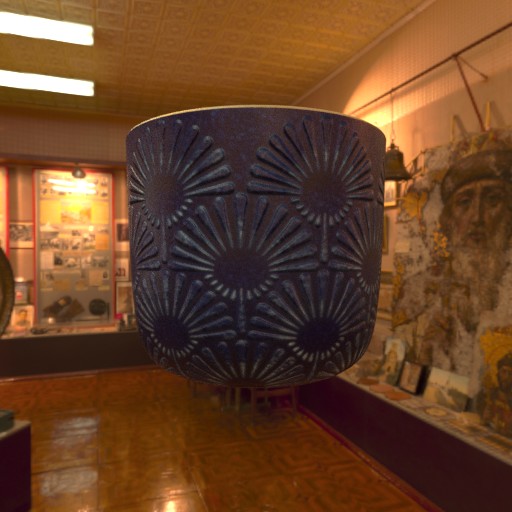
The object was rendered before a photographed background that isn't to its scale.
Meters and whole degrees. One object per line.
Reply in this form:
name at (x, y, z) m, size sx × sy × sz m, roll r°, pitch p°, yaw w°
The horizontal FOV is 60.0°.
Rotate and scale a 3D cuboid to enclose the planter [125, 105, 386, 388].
planter at (0.000, 0.000, 0.220) m, size 0.124 × 0.109 × 0.124 m, roll 0°, pitch 0°, yaw 0°
